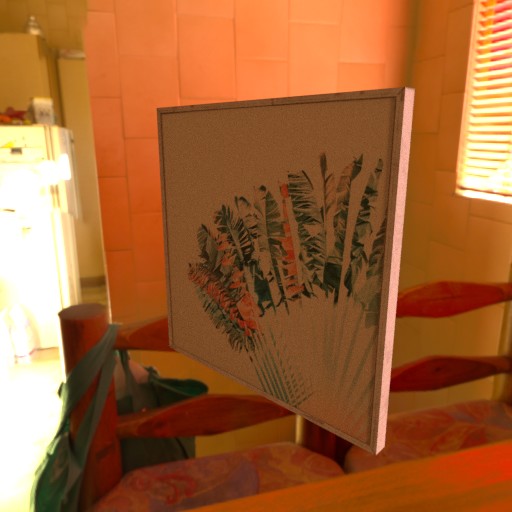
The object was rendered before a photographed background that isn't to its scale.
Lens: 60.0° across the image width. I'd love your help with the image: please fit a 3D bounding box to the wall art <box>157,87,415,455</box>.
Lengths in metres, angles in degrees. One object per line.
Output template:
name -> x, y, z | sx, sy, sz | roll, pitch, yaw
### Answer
wall art -> 0.000, 0.000, 1.140 | 0.760, 0.757, 0.038 | 14, 20, 42
